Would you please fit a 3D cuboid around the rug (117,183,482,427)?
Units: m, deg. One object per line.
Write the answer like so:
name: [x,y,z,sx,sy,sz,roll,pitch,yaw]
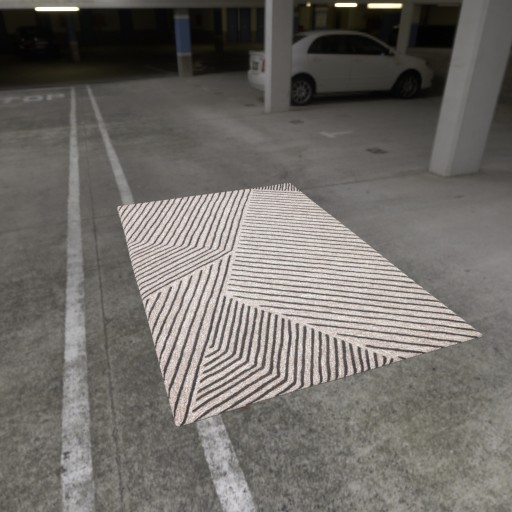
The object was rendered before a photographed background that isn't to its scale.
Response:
rug: [0.000,0.000,2.321,1.237,0.019,1.842,-11,31,-18]
